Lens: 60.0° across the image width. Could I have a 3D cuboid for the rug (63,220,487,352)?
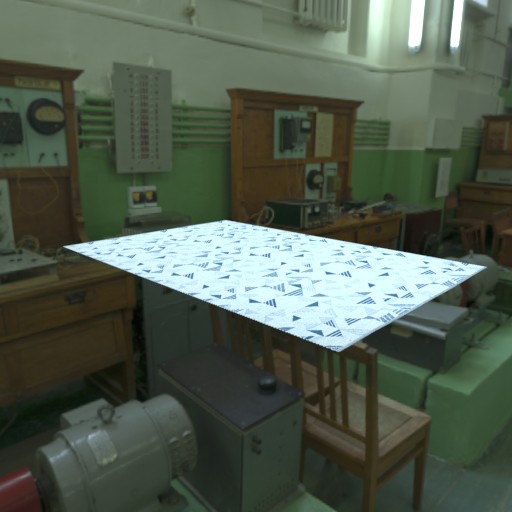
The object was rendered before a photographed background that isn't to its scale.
[{"bbox_3d":[0.000,0.000,2.260,1.835,0.003,1.206,14,20,43],"label":"rug"}]
